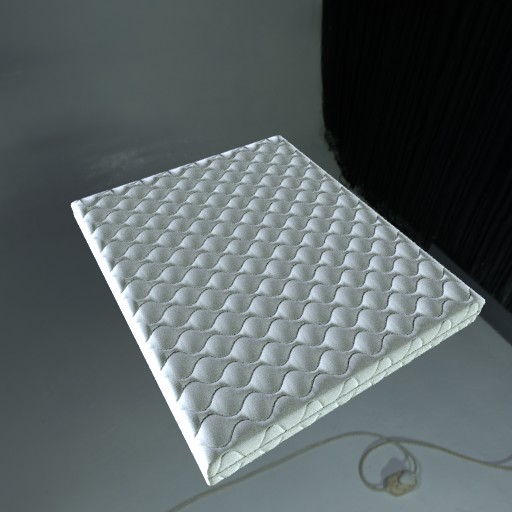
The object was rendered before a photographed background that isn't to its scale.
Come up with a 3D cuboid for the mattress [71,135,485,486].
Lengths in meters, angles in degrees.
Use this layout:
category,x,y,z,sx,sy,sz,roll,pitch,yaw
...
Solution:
category,x,y,z,sx,sy,sz,roll,pitch,yaw
mattress,0.000,0.000,2.578,1.600,0.200,1.900,-23,50,-21
